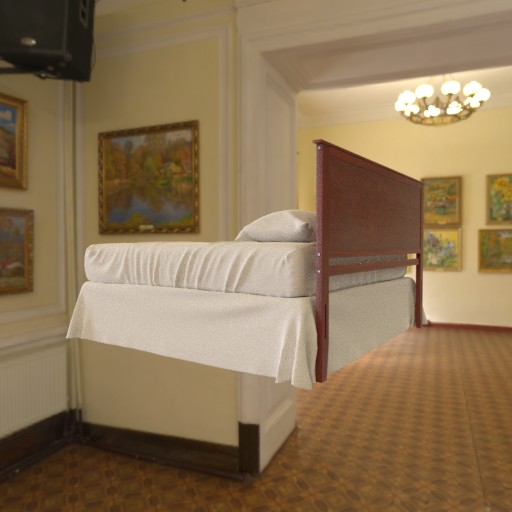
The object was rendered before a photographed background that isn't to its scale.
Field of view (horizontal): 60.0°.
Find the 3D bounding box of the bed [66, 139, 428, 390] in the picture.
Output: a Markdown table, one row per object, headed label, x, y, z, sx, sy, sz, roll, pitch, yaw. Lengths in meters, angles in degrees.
| label | x | y | z | sx | sy | sz | roll | pitch | yaw |
| --- | --- | --- | --- | --- | --- | --- | --- | --- | --- |
| bed | 0.000 | 0.000 | 3.710 | 2.219 | 1.271 | 2.314 | 1 | 2 | 35 |
